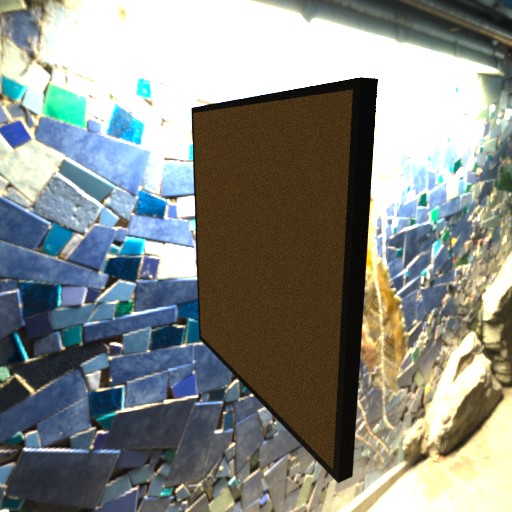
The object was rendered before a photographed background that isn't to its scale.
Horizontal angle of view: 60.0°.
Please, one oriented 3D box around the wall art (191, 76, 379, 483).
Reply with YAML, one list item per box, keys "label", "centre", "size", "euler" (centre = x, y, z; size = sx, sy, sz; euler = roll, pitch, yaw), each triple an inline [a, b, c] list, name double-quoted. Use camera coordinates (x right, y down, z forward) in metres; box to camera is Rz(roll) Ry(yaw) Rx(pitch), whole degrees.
- label: "wall art"
  centre: [0.000, 0.000, 1.126]
  size: [0.038, 0.763, 0.763]
  euler: [-8, 16, -27]
